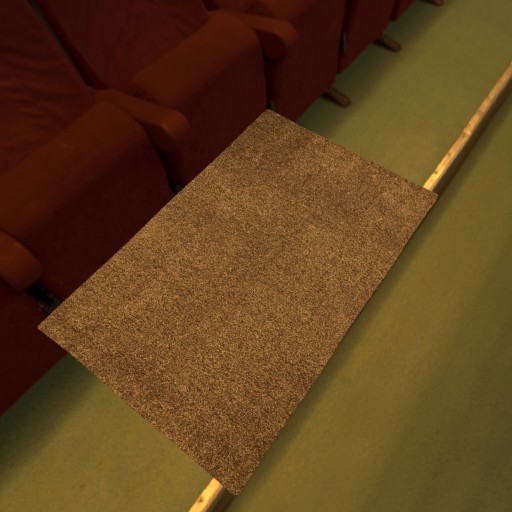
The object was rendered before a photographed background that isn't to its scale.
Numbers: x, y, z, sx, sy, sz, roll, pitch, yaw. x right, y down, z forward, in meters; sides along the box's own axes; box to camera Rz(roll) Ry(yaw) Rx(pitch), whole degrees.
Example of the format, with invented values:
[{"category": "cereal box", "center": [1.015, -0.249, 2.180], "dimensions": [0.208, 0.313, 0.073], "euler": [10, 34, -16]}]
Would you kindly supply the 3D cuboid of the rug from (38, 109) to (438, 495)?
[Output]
[{"category": "rug", "center": [0.000, 0.000, 2.898], "dimensions": [1.501, 0.025, 2.352], "euler": [32, 64, 18]}]
